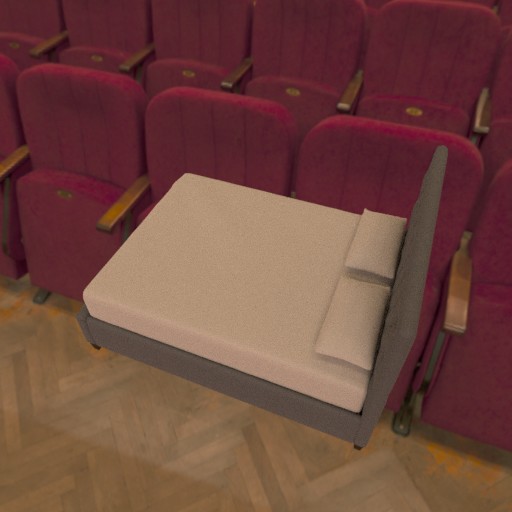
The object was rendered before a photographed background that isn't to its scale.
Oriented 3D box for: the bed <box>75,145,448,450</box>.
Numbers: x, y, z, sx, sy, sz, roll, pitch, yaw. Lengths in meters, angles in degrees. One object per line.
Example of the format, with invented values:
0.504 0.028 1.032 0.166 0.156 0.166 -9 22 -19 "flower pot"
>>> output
0.000 0.000 3.317 2.231 1.427 1.698 16 48 15 "bed"
